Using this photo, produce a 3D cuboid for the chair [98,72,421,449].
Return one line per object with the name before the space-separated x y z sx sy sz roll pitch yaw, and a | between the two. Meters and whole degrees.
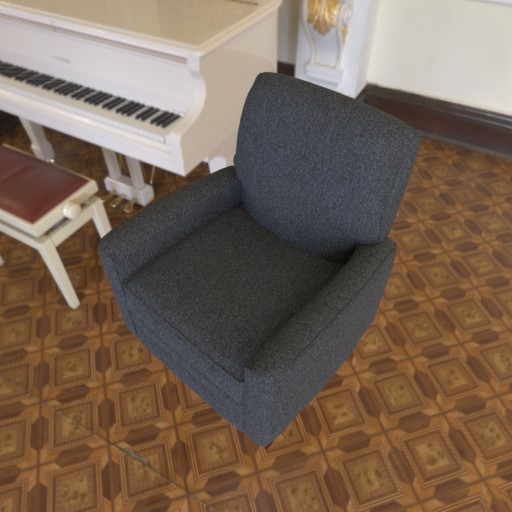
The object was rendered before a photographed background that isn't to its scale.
chair | 0.000 0.000 1.642 0.839 1.016 0.850 33 55 27
